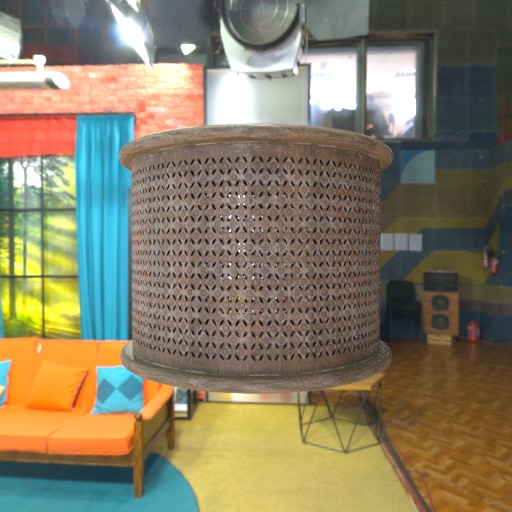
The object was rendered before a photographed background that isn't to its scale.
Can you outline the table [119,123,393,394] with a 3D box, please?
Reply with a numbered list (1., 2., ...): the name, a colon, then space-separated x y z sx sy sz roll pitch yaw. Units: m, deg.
1. table: 0.000 0.000 1.030 0.607 0.450 0.607 0 1 0
